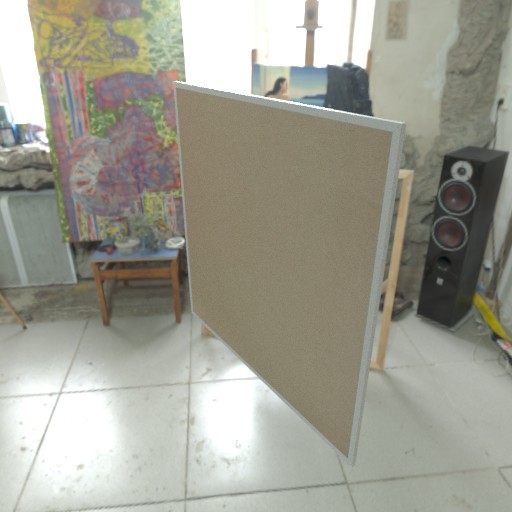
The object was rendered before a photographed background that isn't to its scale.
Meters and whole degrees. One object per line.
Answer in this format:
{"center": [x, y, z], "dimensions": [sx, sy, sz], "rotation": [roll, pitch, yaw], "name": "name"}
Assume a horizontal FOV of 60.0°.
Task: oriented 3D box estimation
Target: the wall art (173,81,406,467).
{"center": [0.000, 0.000, 0.667], "dimensions": [0.007, 0.456, 0.456], "rotation": [-18, 32, -31], "name": "wall art"}
